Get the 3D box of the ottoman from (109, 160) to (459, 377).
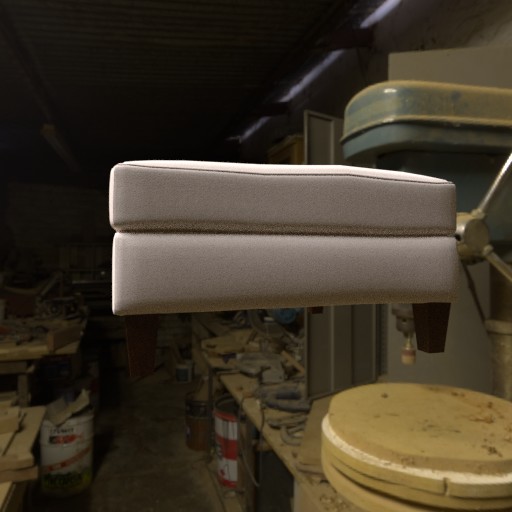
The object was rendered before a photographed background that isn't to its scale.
[{"bbox_3d":[0.000,0.000,1.369,0.838,0.479,0.838,0,1,-17],"label":"ottoman"}]
